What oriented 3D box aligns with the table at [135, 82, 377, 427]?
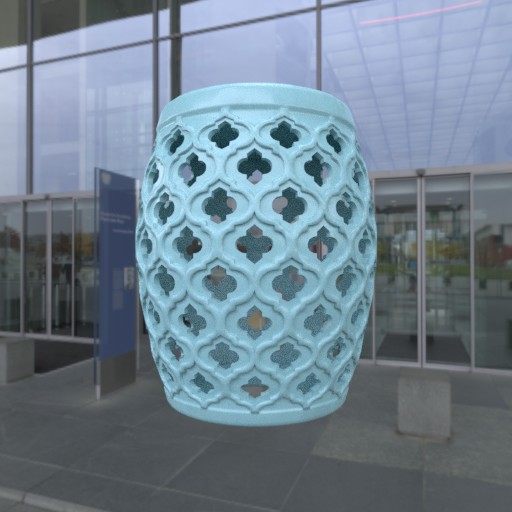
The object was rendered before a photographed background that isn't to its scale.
[{"bbox_3d":[0.000,0.000,0.618,0.325,0.388,0.325,0,0,0],"label":"table"}]
